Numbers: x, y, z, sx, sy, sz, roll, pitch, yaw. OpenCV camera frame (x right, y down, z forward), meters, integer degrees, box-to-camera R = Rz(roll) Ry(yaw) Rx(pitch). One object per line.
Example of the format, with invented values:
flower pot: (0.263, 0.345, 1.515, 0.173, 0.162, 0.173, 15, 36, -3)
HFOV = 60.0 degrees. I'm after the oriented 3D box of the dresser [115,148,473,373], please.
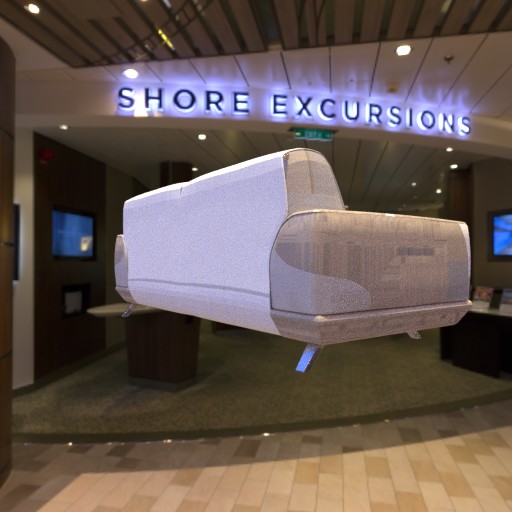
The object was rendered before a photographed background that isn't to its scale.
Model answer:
dresser: (0.000, 0.000, 5.811, 2.251, 1.863, 4.679, 0, 0, -36)
